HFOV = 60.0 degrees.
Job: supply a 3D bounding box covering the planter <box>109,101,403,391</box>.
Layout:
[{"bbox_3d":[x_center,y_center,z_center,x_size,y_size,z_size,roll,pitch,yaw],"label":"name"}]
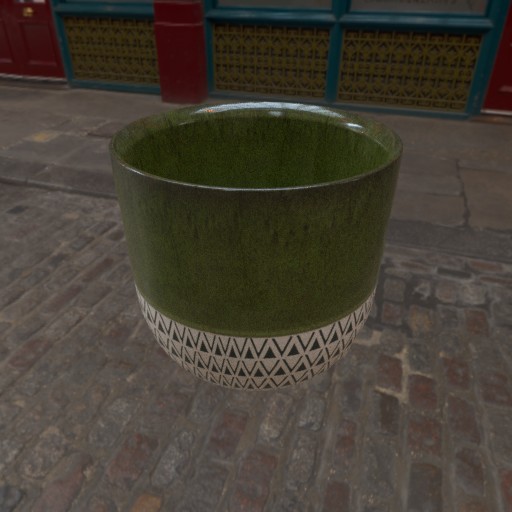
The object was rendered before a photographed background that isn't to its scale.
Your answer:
[{"bbox_3d":[0.000,0.000,0.485,0.266,0.270,0.266,0,32,0],"label":"planter"}]
